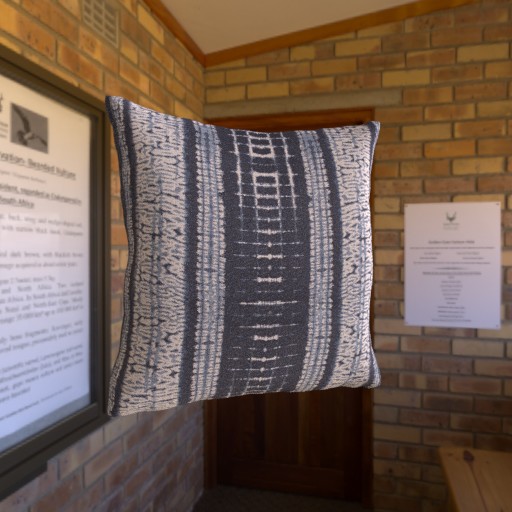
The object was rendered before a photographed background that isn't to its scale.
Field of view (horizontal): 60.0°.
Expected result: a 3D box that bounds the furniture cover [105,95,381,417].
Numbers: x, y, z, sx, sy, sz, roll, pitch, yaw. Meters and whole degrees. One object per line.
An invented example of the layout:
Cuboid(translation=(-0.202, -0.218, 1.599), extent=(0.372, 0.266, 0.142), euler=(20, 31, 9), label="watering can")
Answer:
Cuboid(translation=(0.000, 0.000, 0.660), extent=(0.425, 0.435, 0.133), euler=(0, 1, -18), label="furniture cover")
